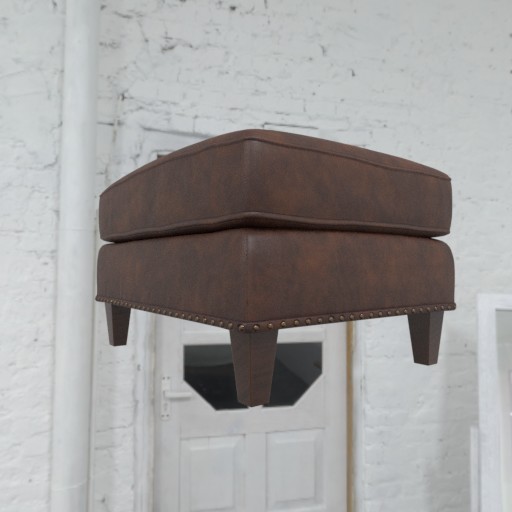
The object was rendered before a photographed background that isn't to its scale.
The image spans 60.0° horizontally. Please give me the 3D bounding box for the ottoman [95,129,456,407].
[{"bbox_3d":[0.000,0.000,1.112,0.586,0.486,0.742,1,-1,-36],"label":"ottoman"}]
